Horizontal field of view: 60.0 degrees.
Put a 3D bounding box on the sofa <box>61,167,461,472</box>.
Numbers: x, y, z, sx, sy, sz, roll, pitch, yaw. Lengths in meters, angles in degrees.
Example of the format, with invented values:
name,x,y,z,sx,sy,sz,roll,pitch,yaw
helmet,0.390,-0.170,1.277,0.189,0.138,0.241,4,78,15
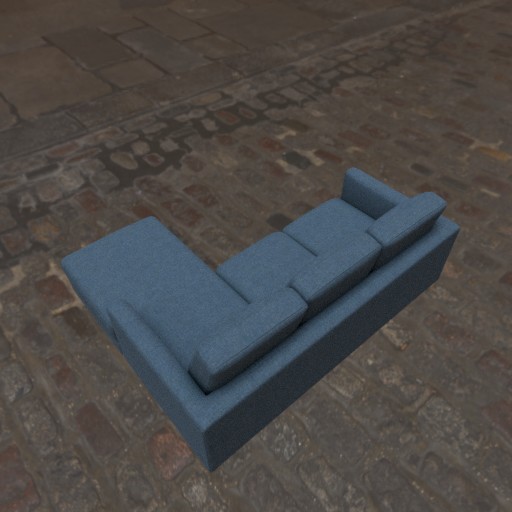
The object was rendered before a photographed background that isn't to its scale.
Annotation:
name,x,y,z,sx,sy,sz,roll,pitch,yaw
sofa,0.000,0.000,2.972,2.055,0.957,1.667,-31,53,-27
